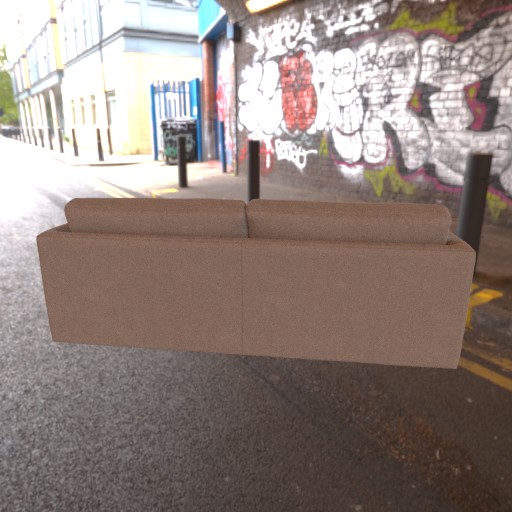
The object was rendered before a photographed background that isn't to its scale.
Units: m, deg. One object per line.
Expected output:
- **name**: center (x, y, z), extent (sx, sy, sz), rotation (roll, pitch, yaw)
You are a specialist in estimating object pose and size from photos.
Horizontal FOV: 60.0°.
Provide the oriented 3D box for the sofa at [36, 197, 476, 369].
- **sofa**: center (0.000, 0.000, 2.788), extent (2.588, 0.838, 1.090), rotation (2, 17, 7)
